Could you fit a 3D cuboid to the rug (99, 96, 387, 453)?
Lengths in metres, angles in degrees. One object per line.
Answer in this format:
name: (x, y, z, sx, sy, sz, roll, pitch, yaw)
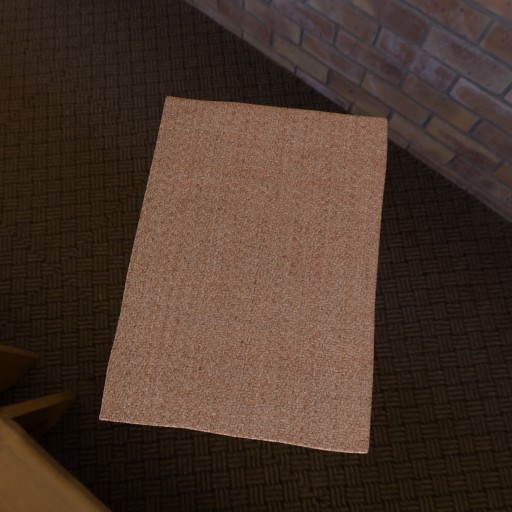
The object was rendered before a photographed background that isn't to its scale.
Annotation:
rug: (0.000, 0.000, 2.771, 1.566, 0.013, 2.141, 6, 75, 2)
